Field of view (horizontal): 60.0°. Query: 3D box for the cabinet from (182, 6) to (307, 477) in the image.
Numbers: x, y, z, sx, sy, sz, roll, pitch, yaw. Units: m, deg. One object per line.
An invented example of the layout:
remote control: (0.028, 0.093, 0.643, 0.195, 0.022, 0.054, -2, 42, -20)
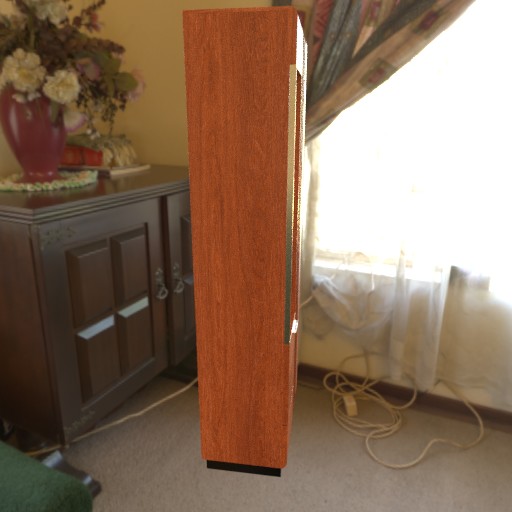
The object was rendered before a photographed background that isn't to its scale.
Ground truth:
cabinet: (0.000, 0.000, 2.122, 0.420, 1.980, 0.660, 3, 17, 9)
